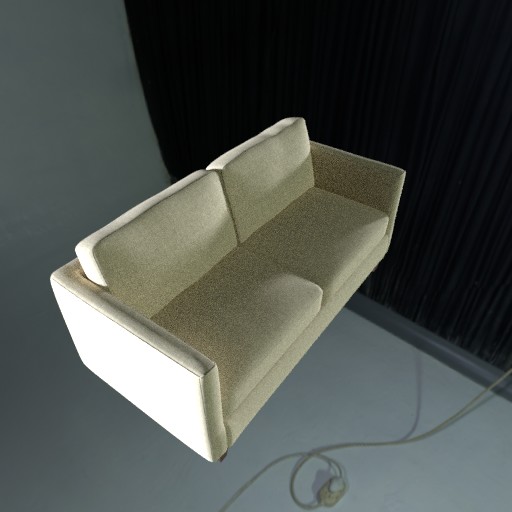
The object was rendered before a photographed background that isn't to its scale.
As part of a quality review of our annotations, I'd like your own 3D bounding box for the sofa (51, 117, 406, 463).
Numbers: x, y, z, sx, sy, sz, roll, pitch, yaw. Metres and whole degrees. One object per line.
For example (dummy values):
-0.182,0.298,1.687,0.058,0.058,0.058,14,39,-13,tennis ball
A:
0.000,0.000,2.494,0.950,0.963,1.884,25,46,27,sofa
